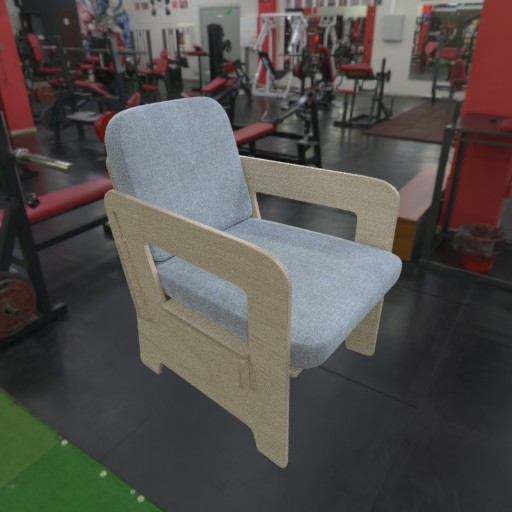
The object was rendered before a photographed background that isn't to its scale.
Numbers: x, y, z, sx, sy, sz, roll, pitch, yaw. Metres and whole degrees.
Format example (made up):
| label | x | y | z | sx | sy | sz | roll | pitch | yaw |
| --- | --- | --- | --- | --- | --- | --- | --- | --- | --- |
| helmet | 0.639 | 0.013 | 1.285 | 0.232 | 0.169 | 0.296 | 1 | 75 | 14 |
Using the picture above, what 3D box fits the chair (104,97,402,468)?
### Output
| label | x | y | z | sx | sy | sz | roll | pitch | yaw |
| --- | --- | --- | --- | --- | --- | --- | --- | --- | --- |
| chair | 0.000 | 0.000 | 1.274 | 0.710 | 0.800 | 0.590 | 19 | 33 | 32 |
